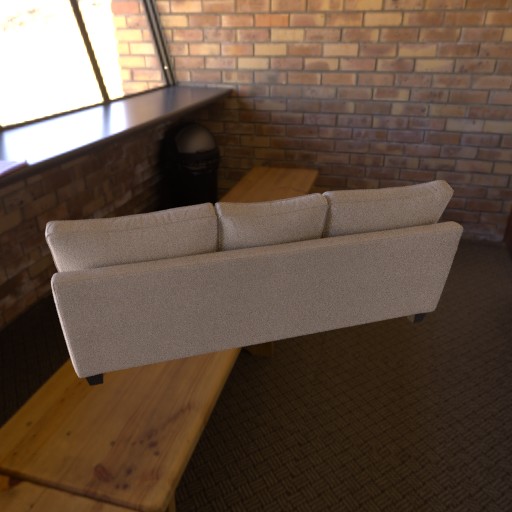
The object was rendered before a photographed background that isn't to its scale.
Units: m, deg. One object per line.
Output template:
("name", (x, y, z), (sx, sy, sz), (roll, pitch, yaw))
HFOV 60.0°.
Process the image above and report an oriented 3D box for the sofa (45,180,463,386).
("sofa", (0.000, 0.000, 2.891), (2.323, 0.991, 1.016), (-8, 28, -15))
